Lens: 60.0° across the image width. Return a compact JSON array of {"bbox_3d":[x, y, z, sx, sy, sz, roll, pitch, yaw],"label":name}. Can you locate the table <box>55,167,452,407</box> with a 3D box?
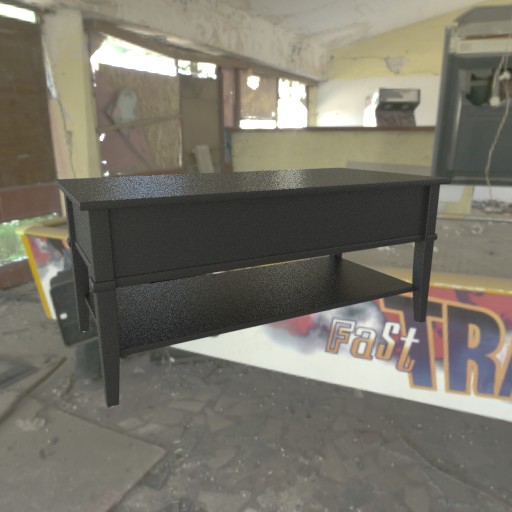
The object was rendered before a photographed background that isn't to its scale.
[{"bbox_3d":[0.000,0.000,1.364,1.044,0.470,0.523,-8,17,-27],"label":"table"}]
